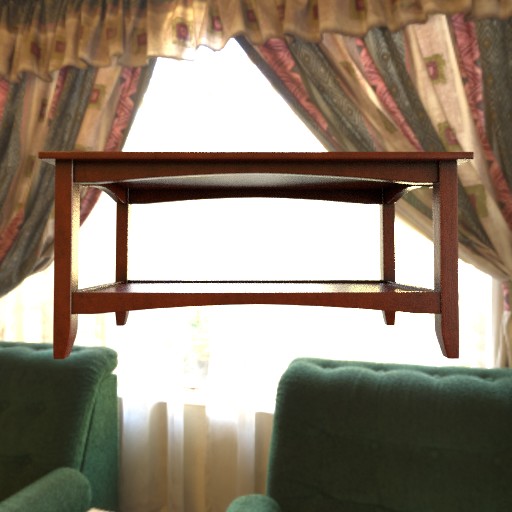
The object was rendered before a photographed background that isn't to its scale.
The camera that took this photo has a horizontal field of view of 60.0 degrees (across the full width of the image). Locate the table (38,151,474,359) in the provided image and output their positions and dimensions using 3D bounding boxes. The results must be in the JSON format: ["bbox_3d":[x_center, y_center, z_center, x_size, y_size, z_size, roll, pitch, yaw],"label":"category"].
[{"bbox_3d":[0.000,0.000,1.224,0.943,0.456,0.533,0,0,0],"label":"table"}]
